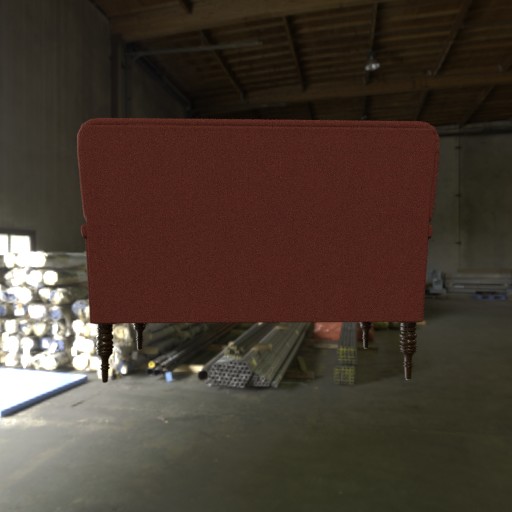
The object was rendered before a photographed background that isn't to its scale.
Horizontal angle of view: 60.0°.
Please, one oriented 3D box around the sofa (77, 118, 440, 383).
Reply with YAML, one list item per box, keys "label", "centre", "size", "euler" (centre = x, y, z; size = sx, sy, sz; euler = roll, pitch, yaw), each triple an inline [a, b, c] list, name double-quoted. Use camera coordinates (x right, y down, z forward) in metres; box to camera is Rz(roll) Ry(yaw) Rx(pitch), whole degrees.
- label: "sofa"
  centre: [0.000, 0.000, 1.814]
  size: [1.297, 0.889, 0.779]
  euler: [0, 0, -2]
